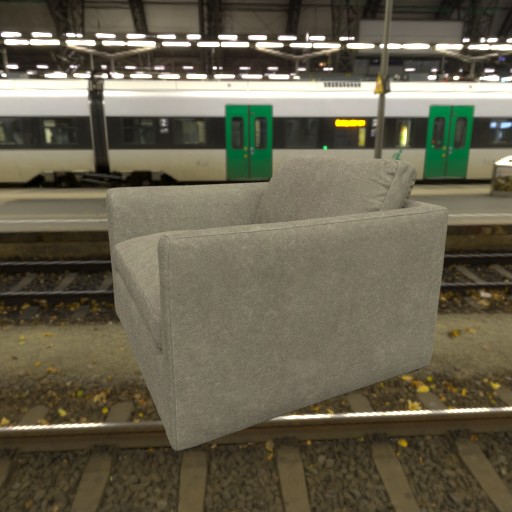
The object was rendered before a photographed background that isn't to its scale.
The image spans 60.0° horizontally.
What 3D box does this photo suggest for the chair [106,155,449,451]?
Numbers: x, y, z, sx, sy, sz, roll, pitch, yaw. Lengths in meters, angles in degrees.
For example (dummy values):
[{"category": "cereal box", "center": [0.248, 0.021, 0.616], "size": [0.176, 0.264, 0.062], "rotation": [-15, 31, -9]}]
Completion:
[{"category": "chair", "center": [0.000, 0.000, 1.882], "size": [1.091, 0.845, 1.190], "rotation": [-7, 17, -24]}]
